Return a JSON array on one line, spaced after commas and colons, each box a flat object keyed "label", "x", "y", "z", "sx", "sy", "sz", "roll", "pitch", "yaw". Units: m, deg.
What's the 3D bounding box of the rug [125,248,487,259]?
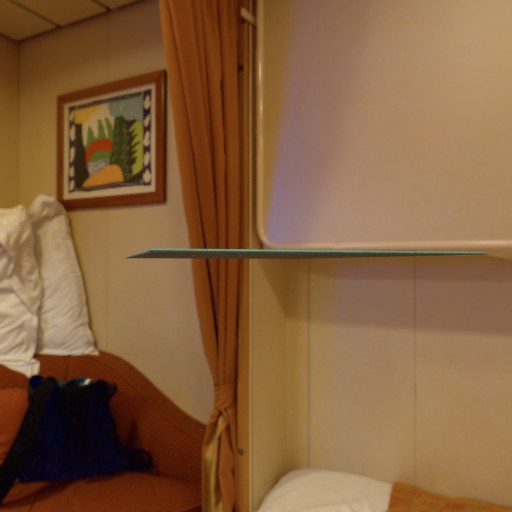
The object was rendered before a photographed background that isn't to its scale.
[{"label": "rug", "x": 0.000, "y": 0.000, "z": 2.881, "sx": 1.554, "sy": 0.012, "sz": 2.205, "roll": 0, "pitch": -1, "yaw": -19}]
